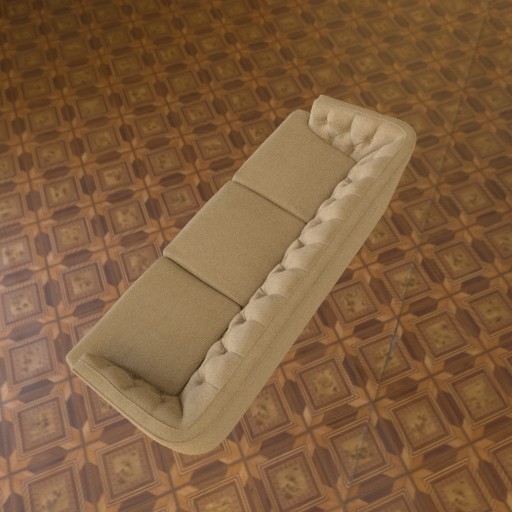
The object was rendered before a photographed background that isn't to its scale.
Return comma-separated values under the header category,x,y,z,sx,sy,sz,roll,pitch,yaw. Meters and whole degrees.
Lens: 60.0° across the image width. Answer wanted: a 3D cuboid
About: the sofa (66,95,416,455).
category,x,y,z,sx,sy,sz,roll,pitch,yaw
sofa,0.000,0.000,2.653,0.913,0.788,2.235,33,67,16
